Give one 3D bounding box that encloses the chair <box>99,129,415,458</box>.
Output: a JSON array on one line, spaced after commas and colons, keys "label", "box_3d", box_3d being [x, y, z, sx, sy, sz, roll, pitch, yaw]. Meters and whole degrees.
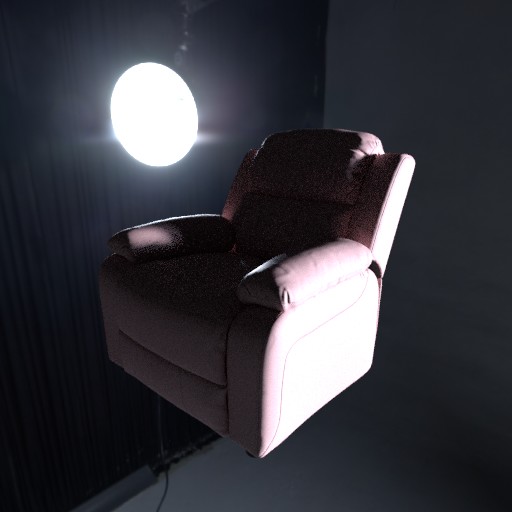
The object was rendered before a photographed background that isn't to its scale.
[{"label": "chair", "box_3d": [0.000, 0.000, 1.269, 0.680, 0.702, 0.709, 14, 21, 41]}]
